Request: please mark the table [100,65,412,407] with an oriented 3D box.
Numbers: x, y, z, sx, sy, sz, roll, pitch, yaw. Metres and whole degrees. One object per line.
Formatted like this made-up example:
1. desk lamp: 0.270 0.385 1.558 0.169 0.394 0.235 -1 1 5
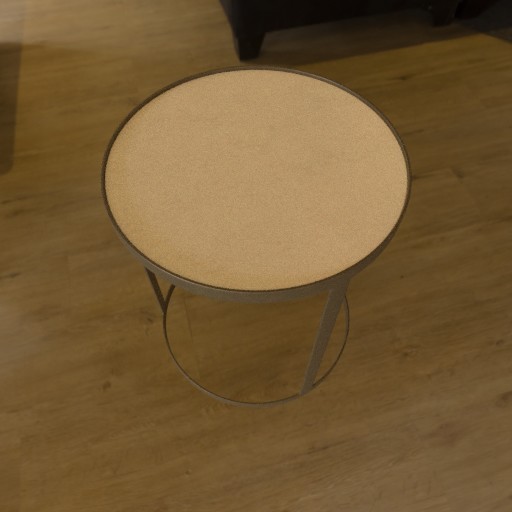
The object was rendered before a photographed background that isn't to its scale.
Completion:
1. table: 0.000 0.000 0.931 0.480 0.565 0.480 0 57 0
